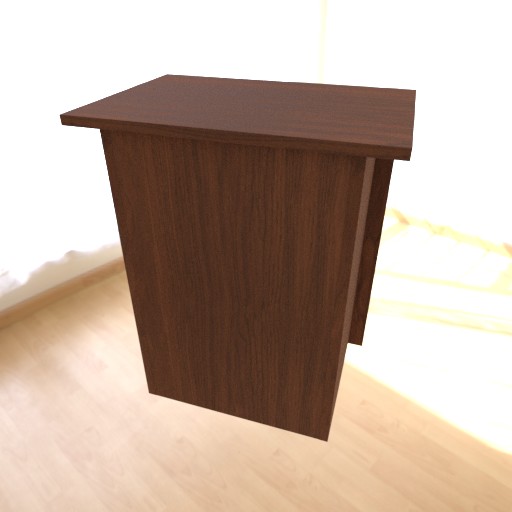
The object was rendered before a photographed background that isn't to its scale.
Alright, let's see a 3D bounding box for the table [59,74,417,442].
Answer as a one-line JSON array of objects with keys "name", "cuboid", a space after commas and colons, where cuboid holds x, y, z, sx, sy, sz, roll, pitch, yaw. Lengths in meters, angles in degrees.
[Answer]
[{"name": "table", "cuboid": [0.000, 0.000, 1.047, 0.589, 0.711, 0.406, 10, 33, 15]}]
